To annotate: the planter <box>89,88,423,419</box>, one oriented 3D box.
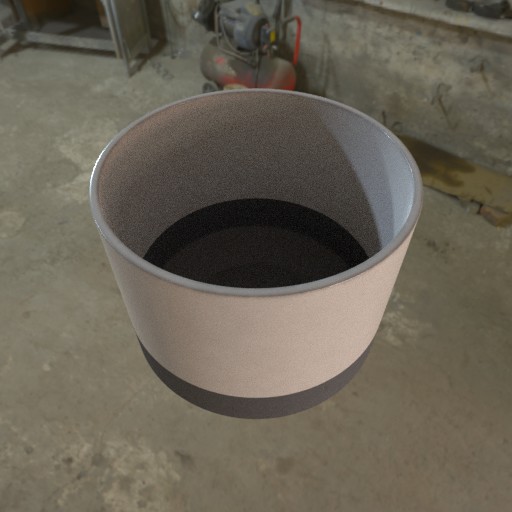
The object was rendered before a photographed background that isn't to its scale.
[{"bbox_3d":[0.000,0.000,0.214,0.128,0.105,0.128,0,48,0],"label":"planter"}]
